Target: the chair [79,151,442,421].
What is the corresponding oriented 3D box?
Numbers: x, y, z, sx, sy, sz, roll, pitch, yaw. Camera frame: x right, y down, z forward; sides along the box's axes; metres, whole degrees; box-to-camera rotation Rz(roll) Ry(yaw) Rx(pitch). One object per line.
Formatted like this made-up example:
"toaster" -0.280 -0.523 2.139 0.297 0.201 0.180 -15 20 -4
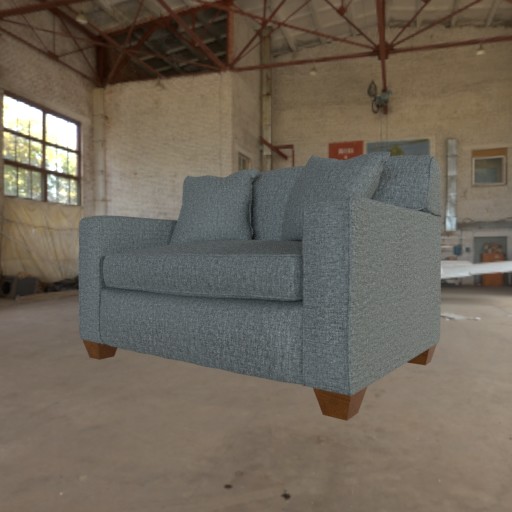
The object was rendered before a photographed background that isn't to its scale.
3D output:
"chair" 0.000 0.000 2.016 1.383 0.948 1.000 0 1 37
